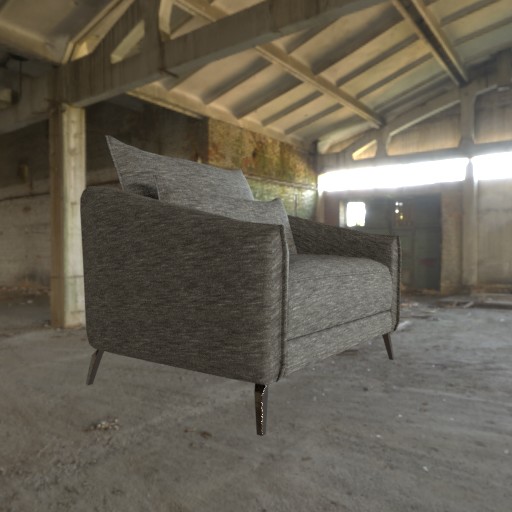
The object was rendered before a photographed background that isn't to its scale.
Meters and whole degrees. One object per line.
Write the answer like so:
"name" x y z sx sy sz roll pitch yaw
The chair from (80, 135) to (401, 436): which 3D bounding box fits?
"chair" 0.000 0.000 1.637 0.805 0.842 1.004 0 0 36
